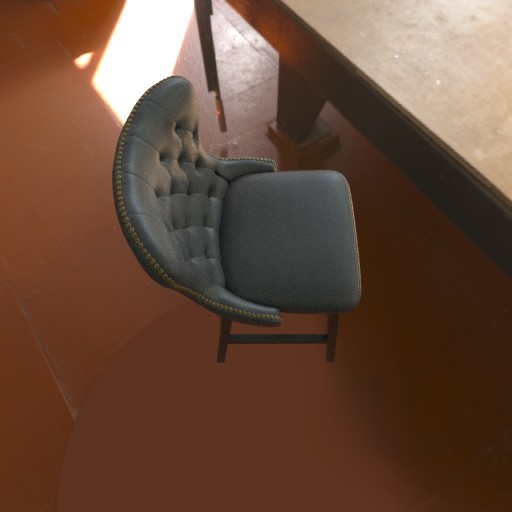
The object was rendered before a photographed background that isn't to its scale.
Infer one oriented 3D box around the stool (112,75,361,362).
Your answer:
[{"bbox_3d":[0.000,0.000,1.341,0.593,0.971,0.528,0,64,0],"label":"stool"}]
